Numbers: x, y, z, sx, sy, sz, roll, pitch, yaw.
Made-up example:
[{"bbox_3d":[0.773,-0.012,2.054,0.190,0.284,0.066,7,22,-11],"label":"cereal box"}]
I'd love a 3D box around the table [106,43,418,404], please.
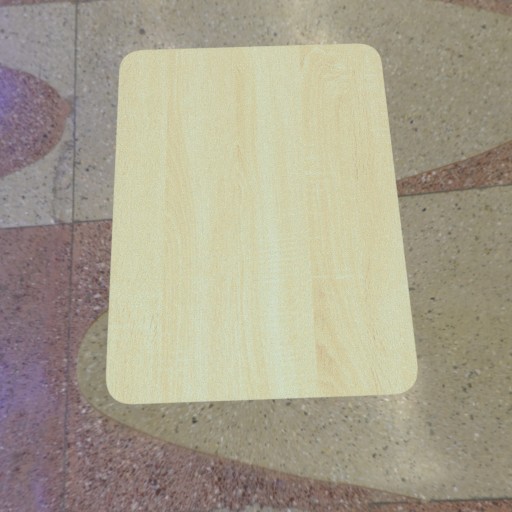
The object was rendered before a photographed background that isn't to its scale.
[{"bbox_3d":[0.000,0.000,0.841,0.370,0.550,0.480,-2,76,0],"label":"table"}]
